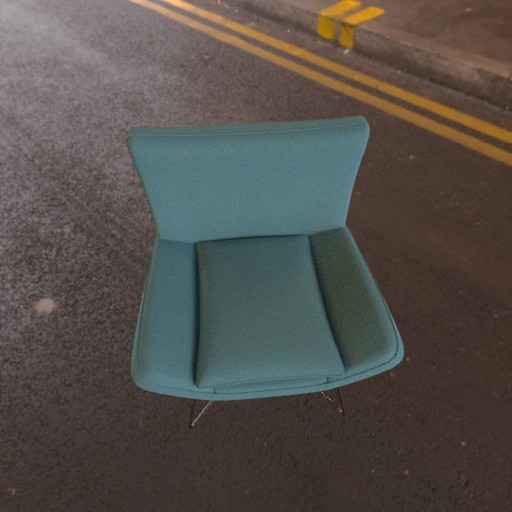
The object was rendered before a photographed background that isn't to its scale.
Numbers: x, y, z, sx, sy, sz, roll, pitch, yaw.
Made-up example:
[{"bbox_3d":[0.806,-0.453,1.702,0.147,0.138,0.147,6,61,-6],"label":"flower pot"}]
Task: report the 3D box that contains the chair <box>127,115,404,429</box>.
[{"bbox_3d":[0.000,0.000,1.688,0.859,0.855,1.008,-4,47,-4],"label":"chair"}]
